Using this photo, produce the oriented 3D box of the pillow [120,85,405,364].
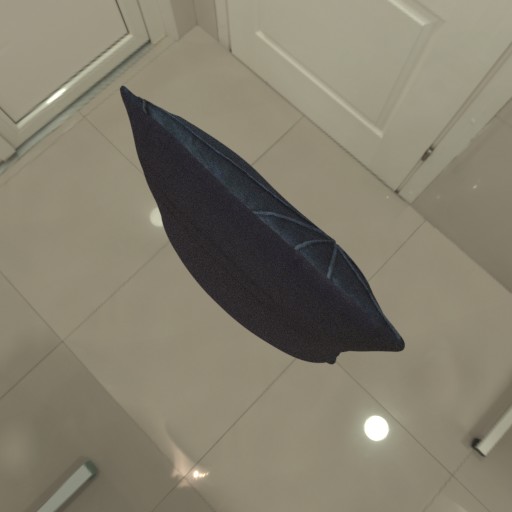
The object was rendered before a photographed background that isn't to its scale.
[{"bbox_3d":[0.000,0.000,0.683,0.439,0.440,0.183,44,80,10],"label":"pillow"}]
